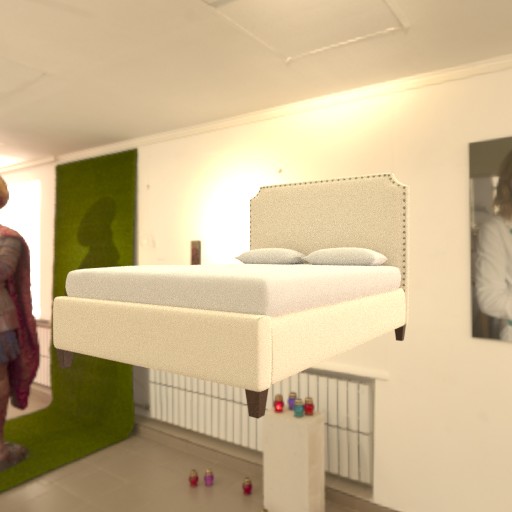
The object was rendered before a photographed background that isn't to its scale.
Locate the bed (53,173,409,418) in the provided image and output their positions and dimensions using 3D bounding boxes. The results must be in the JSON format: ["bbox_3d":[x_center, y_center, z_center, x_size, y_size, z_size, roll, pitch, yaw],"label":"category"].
[{"bbox_3d":[0.000,0.000,3.461,1.712,1.497,2.372,0,0,35],"label":"bed"}]
